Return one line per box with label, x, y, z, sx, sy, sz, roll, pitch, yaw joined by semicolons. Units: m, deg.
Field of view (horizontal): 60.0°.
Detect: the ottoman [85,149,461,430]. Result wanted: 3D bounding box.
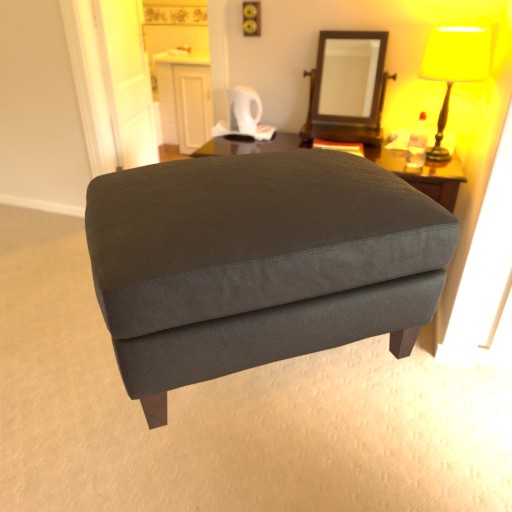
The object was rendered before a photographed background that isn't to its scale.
ottoman;0.000;0.000;1.294;0.887;0.529;0.659;-10;32;-17
